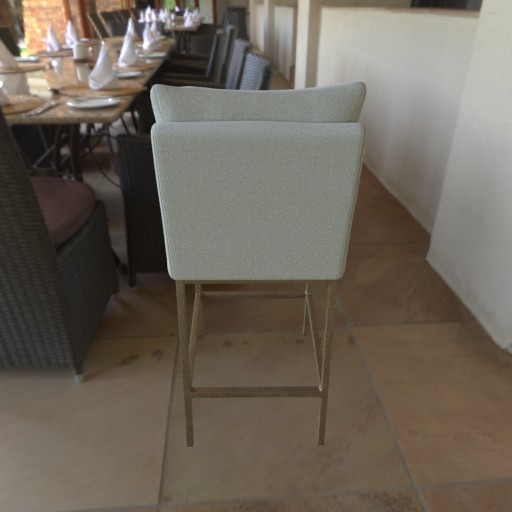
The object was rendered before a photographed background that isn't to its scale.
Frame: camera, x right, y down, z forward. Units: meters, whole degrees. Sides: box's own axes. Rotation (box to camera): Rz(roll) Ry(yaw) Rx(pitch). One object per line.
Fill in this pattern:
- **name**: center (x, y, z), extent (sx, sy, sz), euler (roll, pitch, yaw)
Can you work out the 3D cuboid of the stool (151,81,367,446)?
- **stool**: center (0.000, 0.000, 1.325), extent (0.463, 1.032, 0.572), euler (-1, 30, -1)
